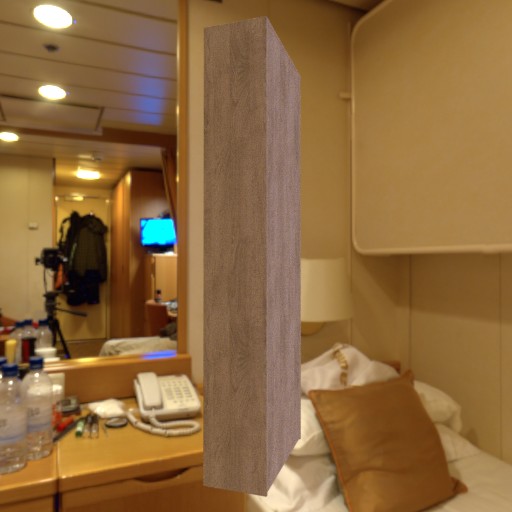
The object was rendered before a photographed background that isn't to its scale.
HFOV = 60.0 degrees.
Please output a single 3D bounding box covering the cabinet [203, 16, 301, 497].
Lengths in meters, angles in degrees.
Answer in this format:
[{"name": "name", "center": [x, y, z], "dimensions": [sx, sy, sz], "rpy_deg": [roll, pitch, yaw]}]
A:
[{"name": "cabinet", "center": [0.000, 0.000, 1.788], "dimensions": [0.250, 1.630, 0.520], "rpy_deg": [0, -1, 19]}]
